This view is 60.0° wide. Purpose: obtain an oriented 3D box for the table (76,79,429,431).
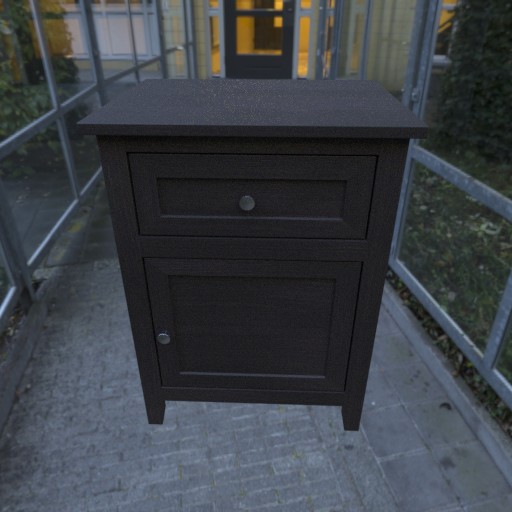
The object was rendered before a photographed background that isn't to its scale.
[{"bbox_3d":[0.000,0.000,0.925,0.480,0.635,0.381,1,30,2],"label":"table"}]
